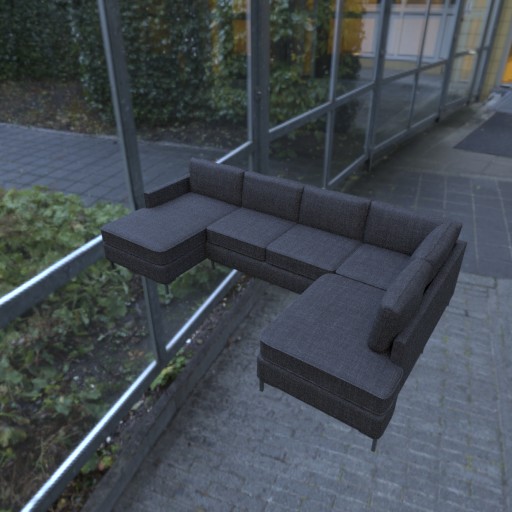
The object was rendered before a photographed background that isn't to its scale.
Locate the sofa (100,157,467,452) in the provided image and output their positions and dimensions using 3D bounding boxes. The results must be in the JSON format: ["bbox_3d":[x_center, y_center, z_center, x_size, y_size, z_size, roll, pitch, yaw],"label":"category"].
[{"bbox_3d":[0.000,0.000,4.311,3.423,0.999,2.048,20,36,30],"label":"sofa"}]
